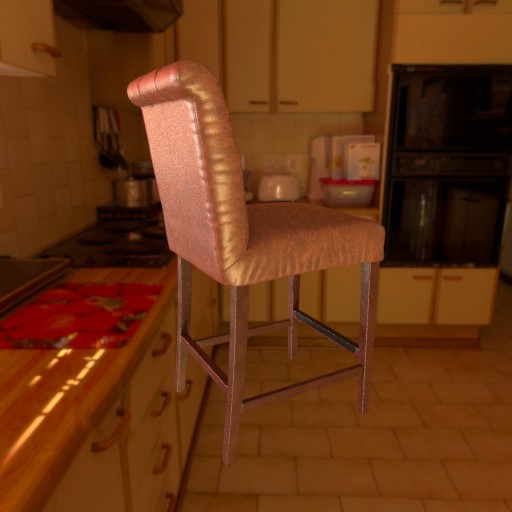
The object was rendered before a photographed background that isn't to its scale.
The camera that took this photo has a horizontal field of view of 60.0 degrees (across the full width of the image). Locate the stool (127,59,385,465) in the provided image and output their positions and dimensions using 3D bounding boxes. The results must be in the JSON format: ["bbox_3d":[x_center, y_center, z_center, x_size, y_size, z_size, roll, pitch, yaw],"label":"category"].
[{"bbox_3d":[0.000,0.000,1.431,0.660,1.084,0.486,-8,17,-28],"label":"stool"}]
